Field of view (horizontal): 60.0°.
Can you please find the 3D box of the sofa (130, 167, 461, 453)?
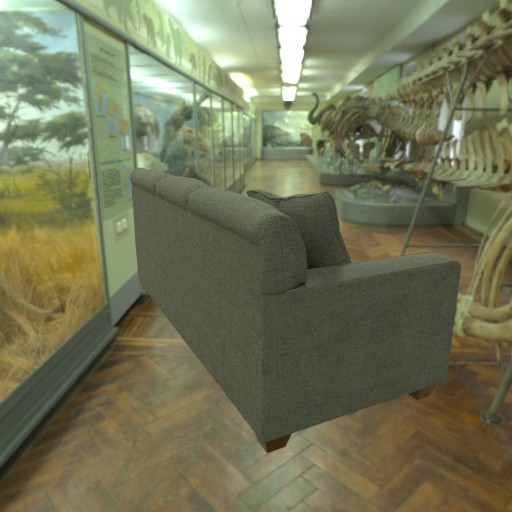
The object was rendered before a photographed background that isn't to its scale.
[{"bbox_3d":[0.000,0.000,2.554,0.997,0.958,2.024,-8,17,-26],"label":"sofa"}]
